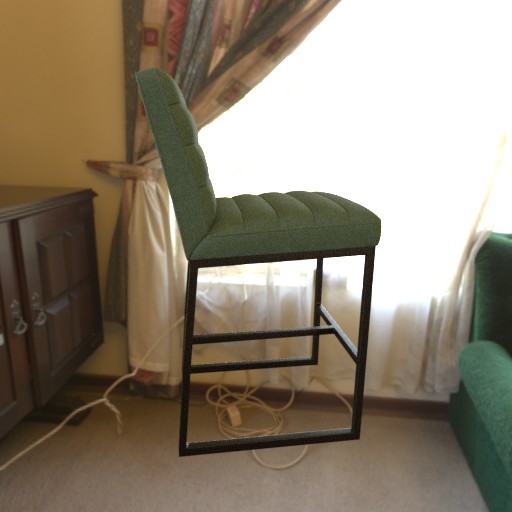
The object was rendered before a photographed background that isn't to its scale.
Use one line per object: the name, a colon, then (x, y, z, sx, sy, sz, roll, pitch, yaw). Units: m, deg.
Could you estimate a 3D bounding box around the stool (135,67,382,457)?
stool: (0.000, 0.000, 1.262, 0.560, 0.940, 0.460, -2, 15, -8)
